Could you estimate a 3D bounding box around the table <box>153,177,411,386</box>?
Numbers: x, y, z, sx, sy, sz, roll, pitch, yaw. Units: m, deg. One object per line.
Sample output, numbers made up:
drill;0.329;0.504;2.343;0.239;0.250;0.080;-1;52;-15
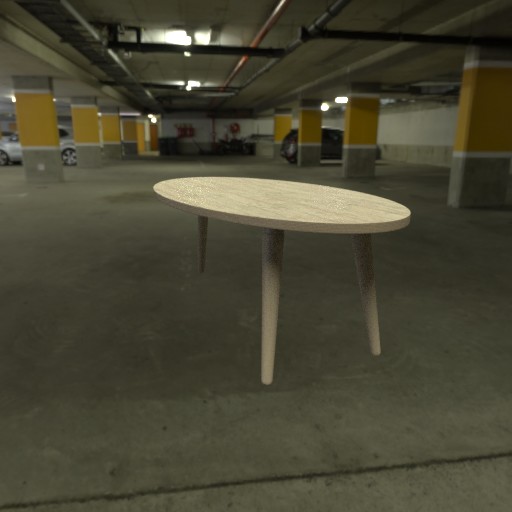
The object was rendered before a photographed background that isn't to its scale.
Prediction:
table;0.000;0.000;1.345;0.542;0.390;1.083;-7;17;-25
